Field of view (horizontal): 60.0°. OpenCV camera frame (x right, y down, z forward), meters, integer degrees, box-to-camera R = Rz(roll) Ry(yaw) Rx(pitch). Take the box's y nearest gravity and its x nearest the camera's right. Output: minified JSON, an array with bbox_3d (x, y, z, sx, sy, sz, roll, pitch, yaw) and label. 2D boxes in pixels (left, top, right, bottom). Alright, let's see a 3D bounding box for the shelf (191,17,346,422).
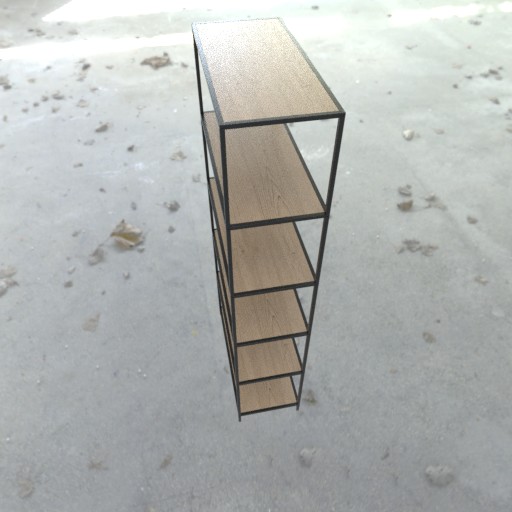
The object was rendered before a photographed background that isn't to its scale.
[{"bbox_3d":[0.000,0.000,2.119,0.350,1.850,0.770,-8,47,-8],"label":"shelf"}]
